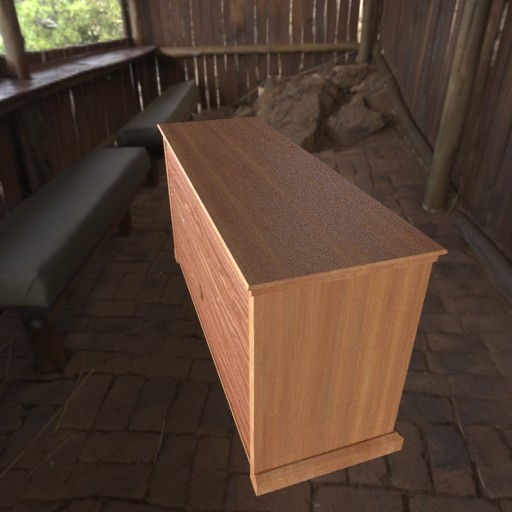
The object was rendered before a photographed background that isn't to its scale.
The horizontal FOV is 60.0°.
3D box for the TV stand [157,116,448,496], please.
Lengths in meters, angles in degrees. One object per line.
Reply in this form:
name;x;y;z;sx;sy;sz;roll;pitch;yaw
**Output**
TV stand;0.000;0.000;1.446;0.417;0.607;1.181;-9;32;-16
